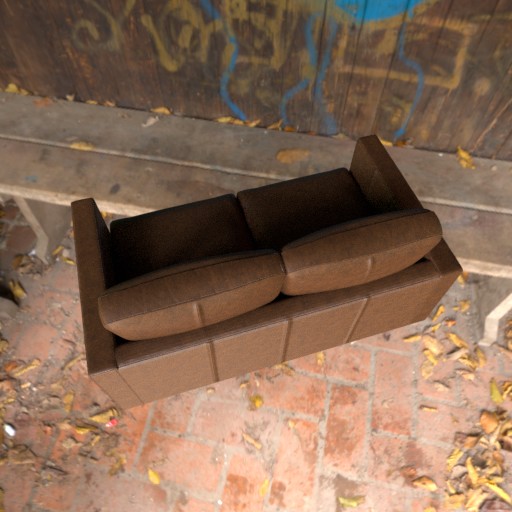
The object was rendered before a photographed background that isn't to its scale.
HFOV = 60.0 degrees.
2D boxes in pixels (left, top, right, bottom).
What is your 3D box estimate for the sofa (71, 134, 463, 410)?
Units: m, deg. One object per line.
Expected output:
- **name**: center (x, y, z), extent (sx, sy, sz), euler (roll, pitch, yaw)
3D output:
- **sofa**: center (0.000, 0.000, 2.167), extent (1.578, 0.951, 0.909), euler (-14, 59, -9)
